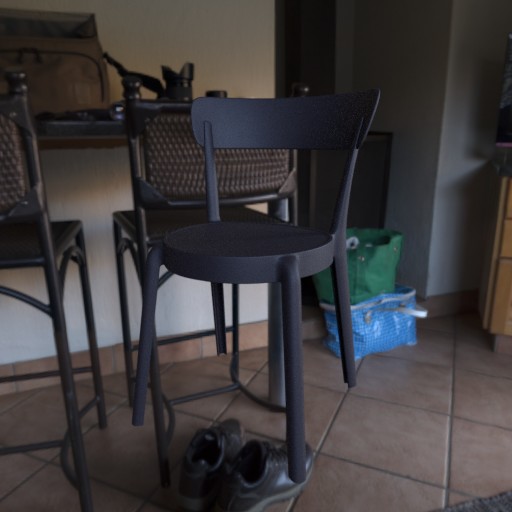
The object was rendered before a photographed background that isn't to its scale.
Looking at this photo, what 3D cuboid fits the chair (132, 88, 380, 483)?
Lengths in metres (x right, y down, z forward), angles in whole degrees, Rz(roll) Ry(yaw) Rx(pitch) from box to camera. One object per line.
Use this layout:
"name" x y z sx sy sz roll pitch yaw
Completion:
"chair" 0.000 0.000 1.098 0.506 0.790 0.491 7 16 26
